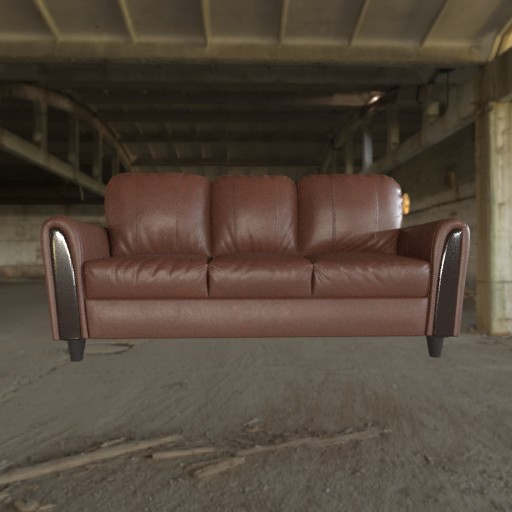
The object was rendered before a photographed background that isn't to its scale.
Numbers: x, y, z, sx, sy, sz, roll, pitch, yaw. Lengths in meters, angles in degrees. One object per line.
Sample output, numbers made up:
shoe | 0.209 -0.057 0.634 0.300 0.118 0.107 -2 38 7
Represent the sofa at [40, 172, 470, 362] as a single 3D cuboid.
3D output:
sofa | 0.000 0.000 2.288 1.862 0.915 0.802 0 0 -3
